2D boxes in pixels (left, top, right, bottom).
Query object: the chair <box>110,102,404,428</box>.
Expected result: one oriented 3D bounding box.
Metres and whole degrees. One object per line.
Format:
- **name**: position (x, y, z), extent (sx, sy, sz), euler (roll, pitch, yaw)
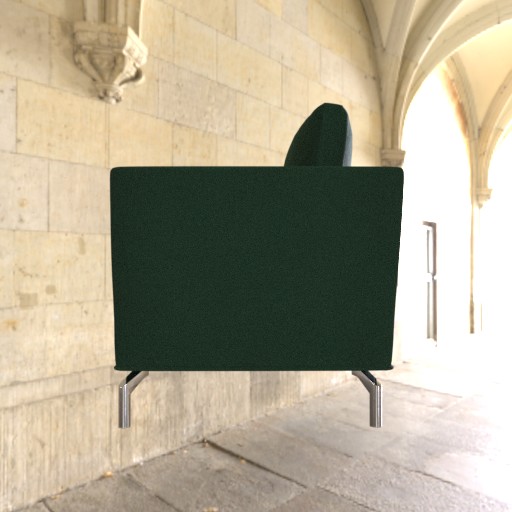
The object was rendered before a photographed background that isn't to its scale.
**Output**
- **chair**: position (0.000, 0.000, 1.772), extent (0.852, 0.997, 1.047), euler (0, -1, 0)
